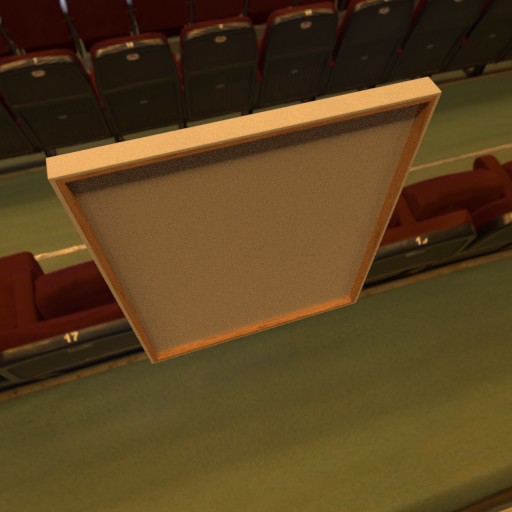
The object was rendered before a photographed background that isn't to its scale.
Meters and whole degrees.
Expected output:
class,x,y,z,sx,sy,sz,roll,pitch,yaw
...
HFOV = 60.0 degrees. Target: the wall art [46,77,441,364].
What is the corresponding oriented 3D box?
class,x,y,z,sx,sy,sz,roll,pitch,yaw
wall art,0.000,0.000,0.808,0.508,0.606,0.037,-15,58,-10
